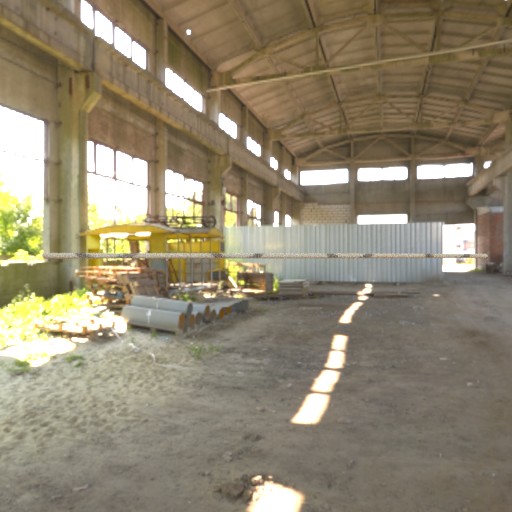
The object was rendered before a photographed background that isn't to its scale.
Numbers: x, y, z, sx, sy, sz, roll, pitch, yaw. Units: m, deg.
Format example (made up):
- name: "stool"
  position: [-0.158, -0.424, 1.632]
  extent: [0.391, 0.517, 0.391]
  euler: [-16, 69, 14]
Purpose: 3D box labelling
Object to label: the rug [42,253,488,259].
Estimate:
- name: "rug"
  position: [0.000, 0.000, 2.923]
  extent: [2.348, 0.024, 1.501]
  euler: [0, 0, -17]
